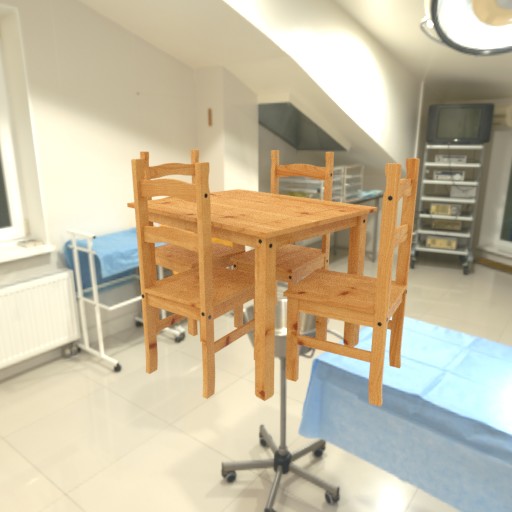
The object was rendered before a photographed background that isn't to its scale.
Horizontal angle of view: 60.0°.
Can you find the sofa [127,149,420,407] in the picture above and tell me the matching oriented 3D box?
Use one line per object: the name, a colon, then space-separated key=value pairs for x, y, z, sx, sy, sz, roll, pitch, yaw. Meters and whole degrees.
sofa: x=0.000 y=0.000 z=2.259 sx=1.529 sy=1.000 sz=1.144 roll=15 pitch=22 yaw=42
